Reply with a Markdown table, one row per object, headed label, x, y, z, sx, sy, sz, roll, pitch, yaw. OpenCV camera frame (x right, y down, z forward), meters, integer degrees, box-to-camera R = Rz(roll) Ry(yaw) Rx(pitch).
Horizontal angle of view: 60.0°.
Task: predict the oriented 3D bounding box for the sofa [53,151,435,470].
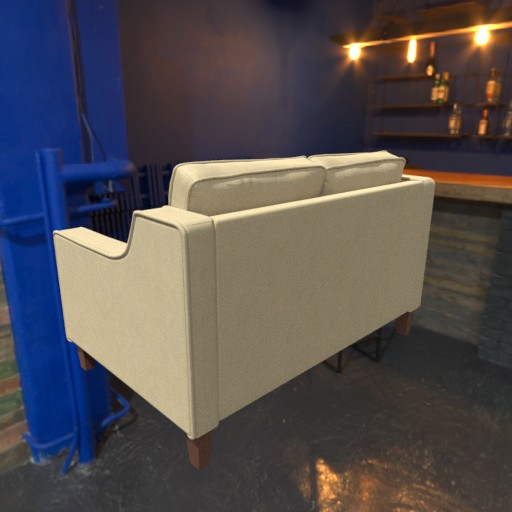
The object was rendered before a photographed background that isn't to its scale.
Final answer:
| label | x | y | z | sx | sy | sz | roll | pitch | yaw |
| --- | --- | --- | --- | --- | --- | --- | --- | --- | --- |
| sofa | 0.000 | 0.000 | 2.097 | 1.501 | 0.971 | 0.987 | -16 | 23 | -42 |
